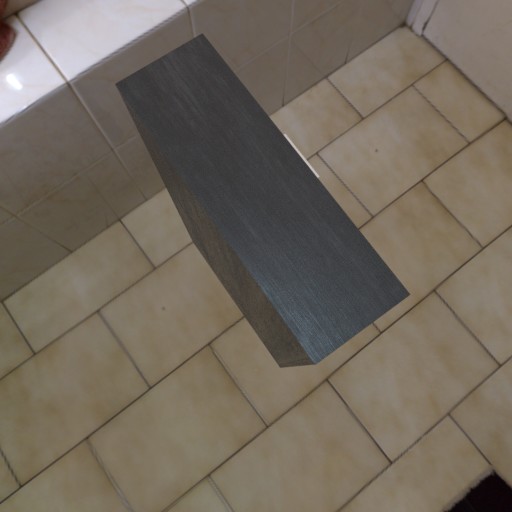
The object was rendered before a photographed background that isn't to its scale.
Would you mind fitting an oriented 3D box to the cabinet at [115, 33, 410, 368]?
[{"bbox_3d":[0.000,0.000,1.558,0.250,1.280,0.750,-34,78,-8],"label":"cabinet"}]
